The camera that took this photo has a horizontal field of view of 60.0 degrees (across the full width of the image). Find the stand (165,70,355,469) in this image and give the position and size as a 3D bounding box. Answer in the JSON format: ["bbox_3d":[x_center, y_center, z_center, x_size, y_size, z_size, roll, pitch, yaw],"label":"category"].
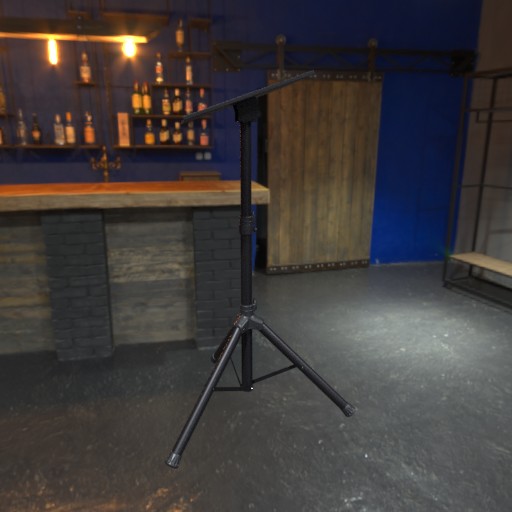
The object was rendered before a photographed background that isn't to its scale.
[{"bbox_3d":[0.000,0.000,1.621,0.702,1.198,0.702,-3,16,-10],"label":"stand"}]
